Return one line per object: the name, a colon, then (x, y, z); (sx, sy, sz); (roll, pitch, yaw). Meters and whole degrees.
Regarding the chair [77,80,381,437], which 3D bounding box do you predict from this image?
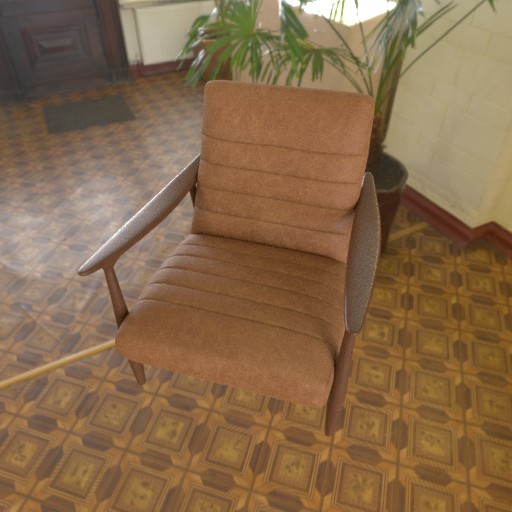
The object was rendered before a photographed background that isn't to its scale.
chair: (0.000, 0.000, 1.419); (0.741, 0.832, 0.798); (11, 42, 12)
